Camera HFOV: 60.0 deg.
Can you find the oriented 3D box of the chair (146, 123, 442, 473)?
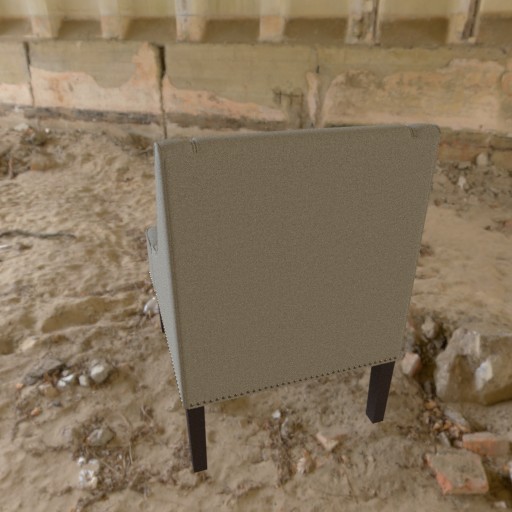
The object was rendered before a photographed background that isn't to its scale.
[{"bbox_3d":[0.000,0.000,1.349,0.610,0.864,0.737,-8,28,-16],"label":"chair"}]
